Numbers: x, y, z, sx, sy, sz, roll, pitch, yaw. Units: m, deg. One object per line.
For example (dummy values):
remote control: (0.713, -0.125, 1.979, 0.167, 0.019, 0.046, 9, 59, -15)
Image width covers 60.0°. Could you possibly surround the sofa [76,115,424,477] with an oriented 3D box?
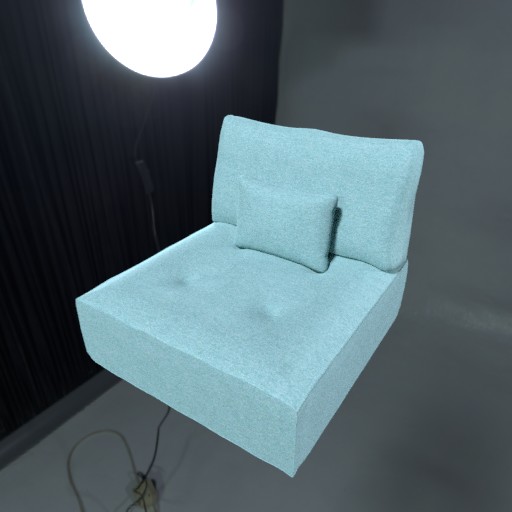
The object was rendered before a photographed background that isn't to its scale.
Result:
sofa: (0.000, 0.000, 1.709, 0.930, 0.820, 1.000, 18, 33, 29)
